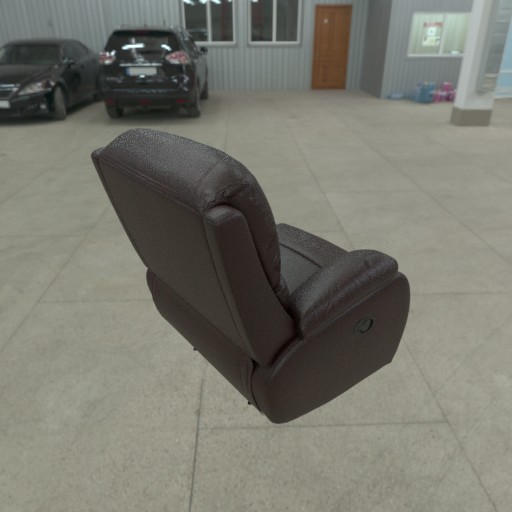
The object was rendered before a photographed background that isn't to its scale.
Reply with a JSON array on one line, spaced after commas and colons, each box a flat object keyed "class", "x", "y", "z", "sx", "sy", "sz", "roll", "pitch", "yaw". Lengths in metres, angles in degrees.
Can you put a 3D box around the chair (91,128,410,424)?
[{"class": "chair", "x": 0.000, "y": 0.000, "z": 1.760, "sx": 0.899, "sy": 1.011, "sz": 0.930, "roll": -19, "pitch": 33, "yaw": -33}]
